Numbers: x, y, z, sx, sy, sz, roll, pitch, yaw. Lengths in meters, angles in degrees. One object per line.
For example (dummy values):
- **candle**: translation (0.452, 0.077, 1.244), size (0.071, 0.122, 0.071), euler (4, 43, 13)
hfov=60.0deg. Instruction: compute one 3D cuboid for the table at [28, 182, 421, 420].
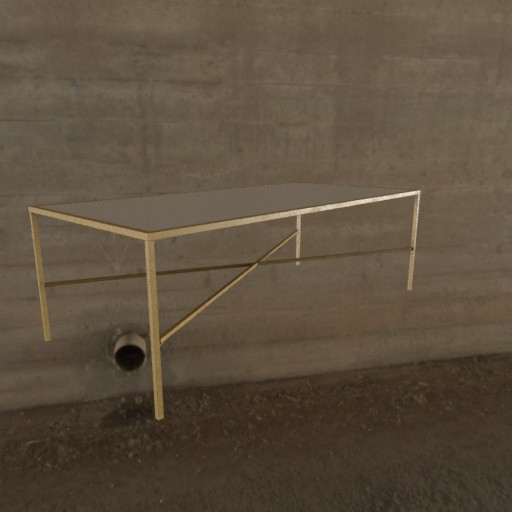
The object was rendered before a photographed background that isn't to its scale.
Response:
- **table**: translation (0.000, 0.000, 1.496), size (0.580, 0.398, 1.206), euler (13, 19, 42)
